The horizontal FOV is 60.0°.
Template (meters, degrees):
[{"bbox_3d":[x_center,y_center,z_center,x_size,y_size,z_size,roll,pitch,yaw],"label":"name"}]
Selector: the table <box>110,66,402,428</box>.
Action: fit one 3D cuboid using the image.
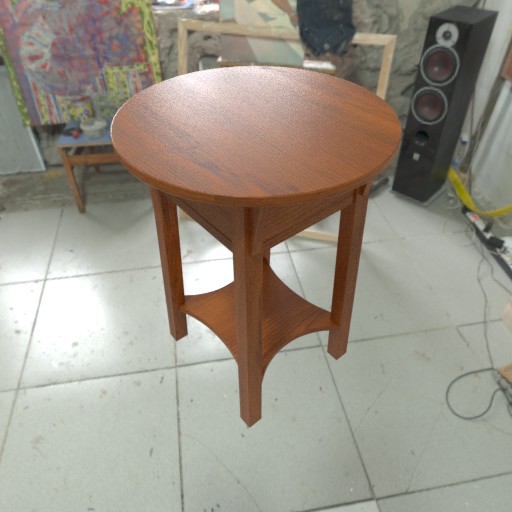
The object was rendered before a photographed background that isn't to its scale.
[{"bbox_3d":[0.000,0.000,0.919,0.457,0.610,0.457,0,42,0],"label":"table"}]
